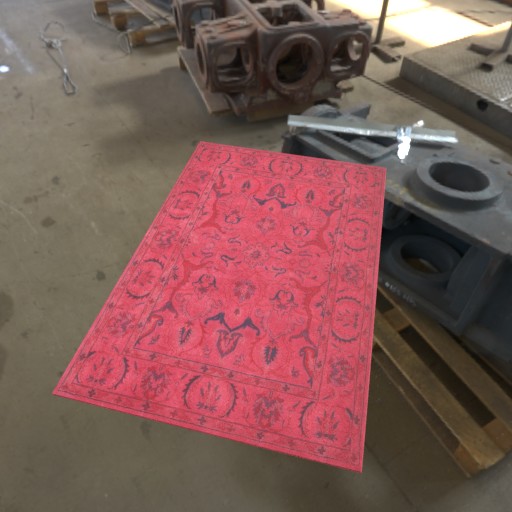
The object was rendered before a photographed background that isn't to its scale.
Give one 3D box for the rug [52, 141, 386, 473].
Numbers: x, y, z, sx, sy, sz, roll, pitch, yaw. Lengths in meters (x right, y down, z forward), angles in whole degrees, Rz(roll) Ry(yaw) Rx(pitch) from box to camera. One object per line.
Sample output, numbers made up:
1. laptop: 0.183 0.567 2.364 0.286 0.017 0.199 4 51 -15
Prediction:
1. rug: 0.000 0.000 2.237 1.209 0.008 1.814 10 48 9
